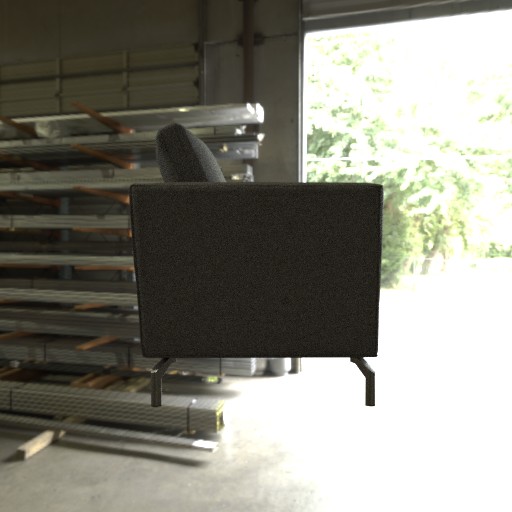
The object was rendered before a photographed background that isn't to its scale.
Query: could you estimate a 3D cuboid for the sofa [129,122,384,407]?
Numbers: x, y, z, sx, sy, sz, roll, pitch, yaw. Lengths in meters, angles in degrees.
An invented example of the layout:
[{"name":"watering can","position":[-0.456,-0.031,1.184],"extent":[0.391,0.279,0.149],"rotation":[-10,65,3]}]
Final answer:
[{"name":"sofa","position":[0.000,0.000,2.148],"extent":[0.803,0.924,1.594],"rotation":[0,1,0]}]
